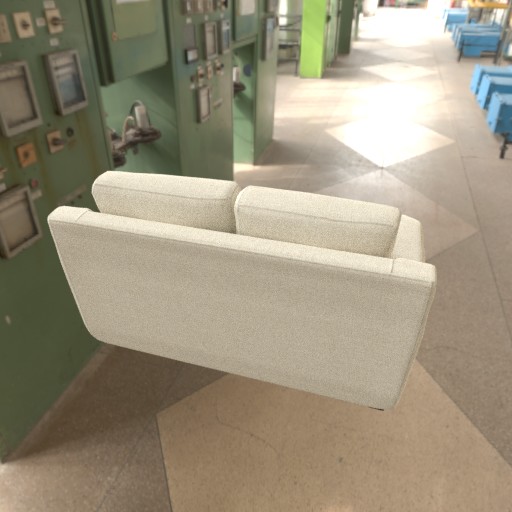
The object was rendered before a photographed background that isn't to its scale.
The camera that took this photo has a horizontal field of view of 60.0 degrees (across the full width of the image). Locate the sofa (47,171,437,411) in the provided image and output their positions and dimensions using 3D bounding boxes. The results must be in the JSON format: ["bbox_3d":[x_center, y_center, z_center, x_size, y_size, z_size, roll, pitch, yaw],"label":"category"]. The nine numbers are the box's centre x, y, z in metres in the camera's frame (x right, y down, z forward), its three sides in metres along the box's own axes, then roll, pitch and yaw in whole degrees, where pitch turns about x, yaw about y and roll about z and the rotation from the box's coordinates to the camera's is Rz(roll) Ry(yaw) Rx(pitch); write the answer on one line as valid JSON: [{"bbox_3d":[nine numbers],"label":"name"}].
[{"bbox_3d":[0.000,0.000,2.399,1.744,1.047,1.040,10,33,15],"label":"sofa"}]
